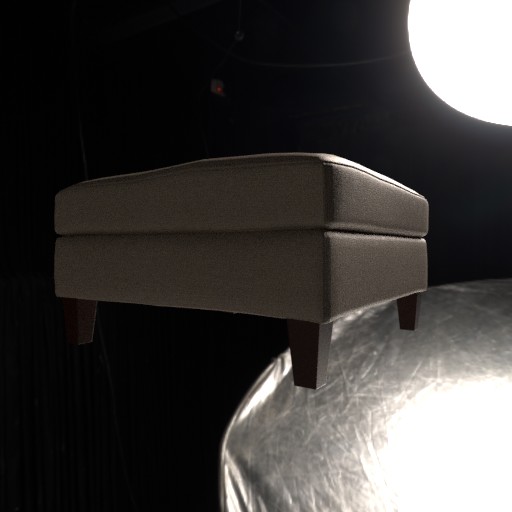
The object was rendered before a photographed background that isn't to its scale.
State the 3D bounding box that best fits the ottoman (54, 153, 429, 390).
[{"bbox_3d":[0.000,0.000,1.343,0.838,0.481,0.838,1,1,33],"label":"ottoman"}]
